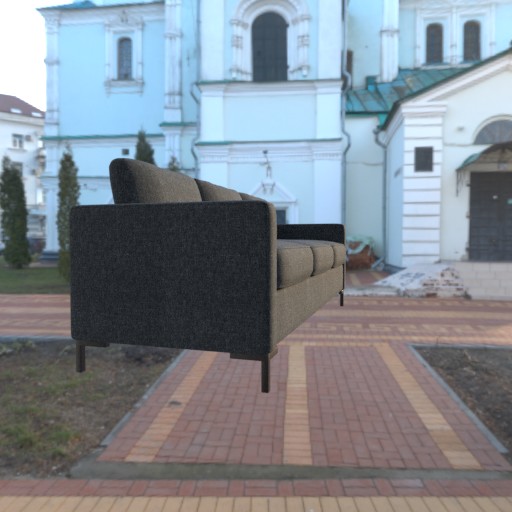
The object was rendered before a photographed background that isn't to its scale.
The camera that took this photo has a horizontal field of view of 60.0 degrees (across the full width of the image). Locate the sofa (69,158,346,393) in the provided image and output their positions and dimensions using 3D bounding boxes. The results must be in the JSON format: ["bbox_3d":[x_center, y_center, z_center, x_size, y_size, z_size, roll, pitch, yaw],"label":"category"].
[{"bbox_3d":[0.000,0.000,2.675,0.859,0.874,2.218,1,2,18],"label":"sofa"}]
